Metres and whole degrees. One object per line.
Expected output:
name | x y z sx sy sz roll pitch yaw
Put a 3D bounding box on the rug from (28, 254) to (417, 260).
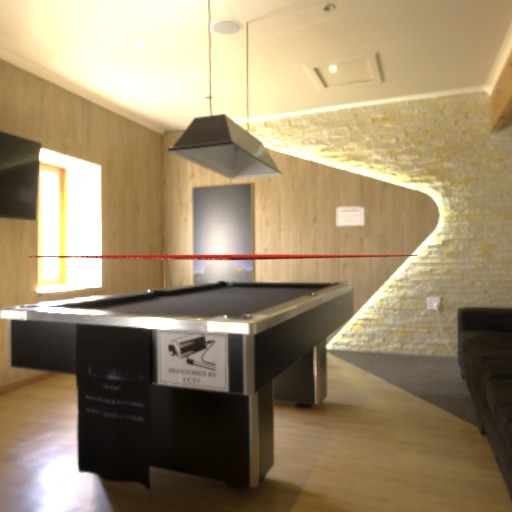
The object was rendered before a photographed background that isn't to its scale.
rug | 0.000 0.000 3.124 1.531 0.010 2.442 0 1 36
